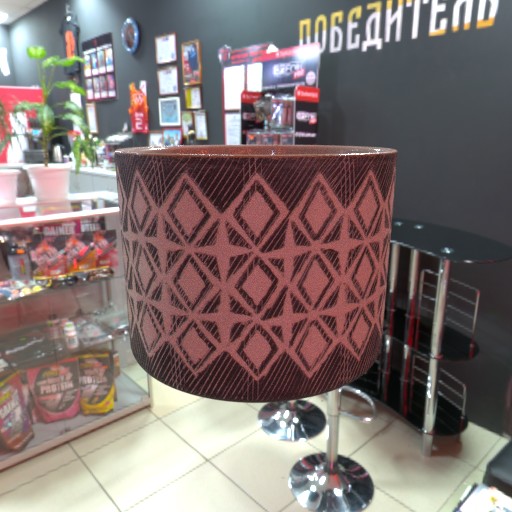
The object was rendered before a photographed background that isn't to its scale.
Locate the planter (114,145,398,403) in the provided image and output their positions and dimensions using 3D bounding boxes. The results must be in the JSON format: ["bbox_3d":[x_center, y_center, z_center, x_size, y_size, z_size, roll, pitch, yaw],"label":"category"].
[{"bbox_3d":[0.000,0.000,0.221,0.126,0.104,0.126,0,16,0],"label":"planter"}]
